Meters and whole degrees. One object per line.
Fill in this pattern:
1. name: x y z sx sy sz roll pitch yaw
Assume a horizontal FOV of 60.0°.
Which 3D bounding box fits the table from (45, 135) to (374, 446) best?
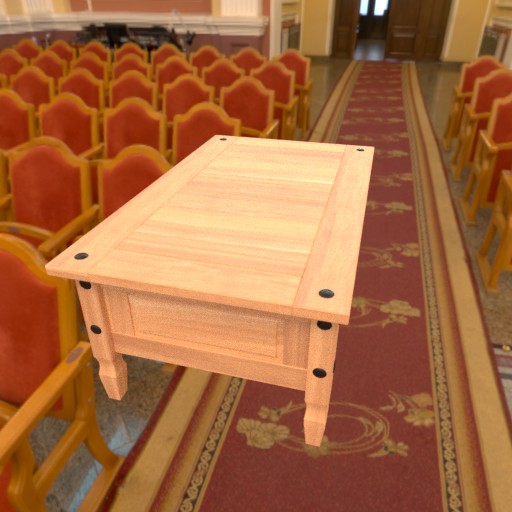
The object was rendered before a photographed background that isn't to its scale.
1. table: 0.000 0.000 1.338 0.600 0.437 1.000 8 31 13
